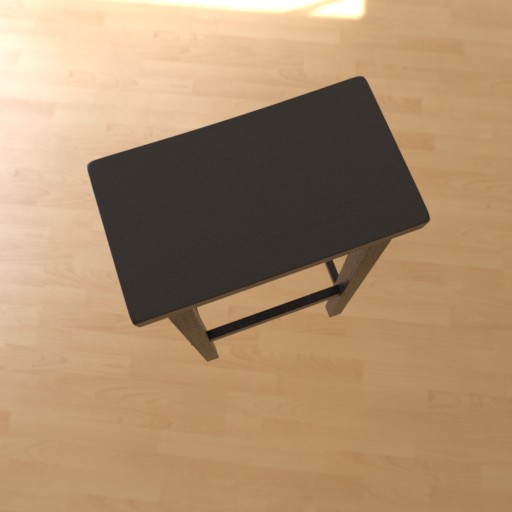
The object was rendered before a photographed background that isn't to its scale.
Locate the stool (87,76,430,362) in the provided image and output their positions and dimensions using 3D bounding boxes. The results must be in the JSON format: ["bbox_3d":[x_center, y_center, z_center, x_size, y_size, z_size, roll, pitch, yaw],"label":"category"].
[{"bbox_3d":[0.000,0.000,0.944,0.406,0.742,0.322,-19,77,-4],"label":"stool"}]
